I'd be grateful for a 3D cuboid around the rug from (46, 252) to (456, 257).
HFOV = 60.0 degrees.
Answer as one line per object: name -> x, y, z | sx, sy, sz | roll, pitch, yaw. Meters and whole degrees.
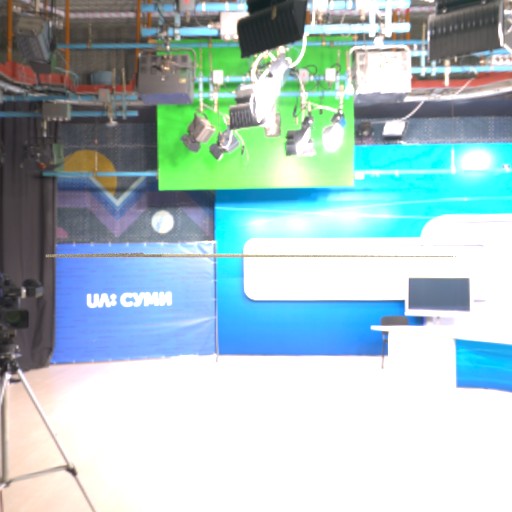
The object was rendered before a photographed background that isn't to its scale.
rug -> 0.000, 0.000, 2.314 | 1.771, 0.015, 1.223 | 0, 0, -37
